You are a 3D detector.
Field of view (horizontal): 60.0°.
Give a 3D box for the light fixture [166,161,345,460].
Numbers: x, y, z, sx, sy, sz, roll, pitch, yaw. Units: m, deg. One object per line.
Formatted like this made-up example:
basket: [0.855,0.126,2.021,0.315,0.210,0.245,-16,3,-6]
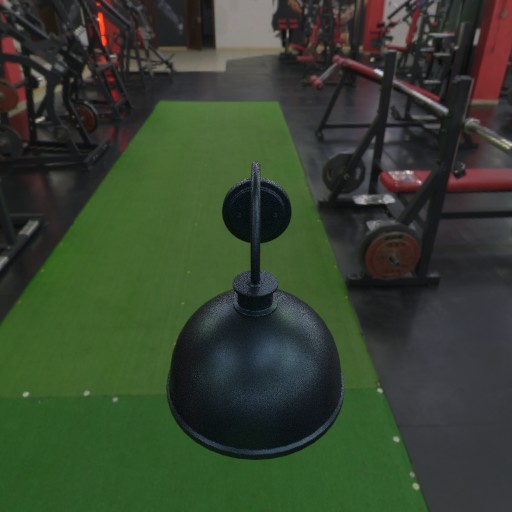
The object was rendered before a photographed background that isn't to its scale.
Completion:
light fixture: [0.000,0.000,0.658,0.253,0.295,0.467,0,31,0]
